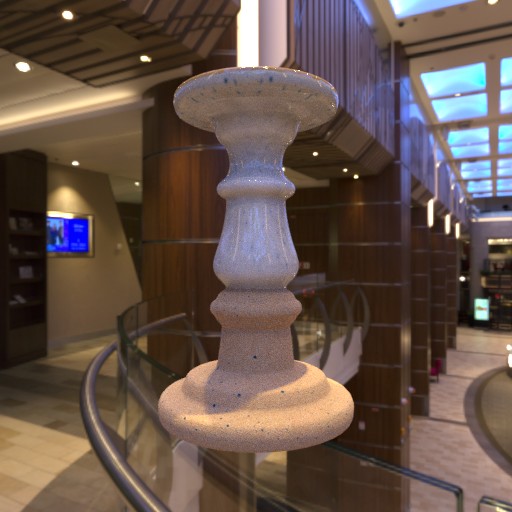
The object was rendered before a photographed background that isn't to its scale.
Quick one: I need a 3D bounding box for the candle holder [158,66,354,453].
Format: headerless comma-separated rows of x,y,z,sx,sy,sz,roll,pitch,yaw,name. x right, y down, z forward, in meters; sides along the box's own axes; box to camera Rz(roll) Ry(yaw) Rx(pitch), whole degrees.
0.000,0.000,0.284,0.123,0.202,0.123,0,0,0,candle holder
